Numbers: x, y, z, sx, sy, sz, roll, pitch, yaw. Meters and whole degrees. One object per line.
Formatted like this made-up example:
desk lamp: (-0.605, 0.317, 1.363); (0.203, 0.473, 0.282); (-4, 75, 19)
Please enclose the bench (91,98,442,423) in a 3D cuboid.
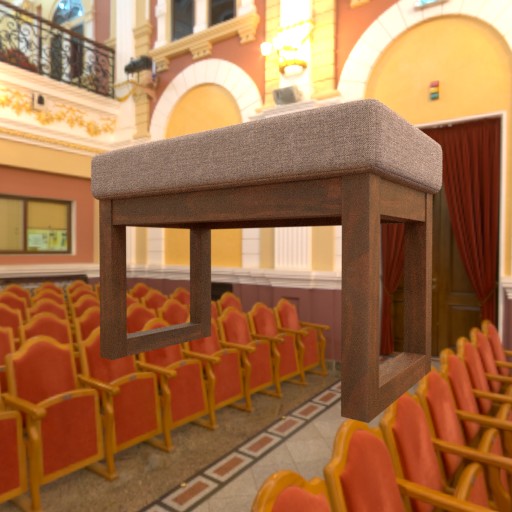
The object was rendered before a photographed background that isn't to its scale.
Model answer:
bench: (0.000, 0.000, 0.955); (0.681, 0.467, 0.366); (1, 2, 36)
